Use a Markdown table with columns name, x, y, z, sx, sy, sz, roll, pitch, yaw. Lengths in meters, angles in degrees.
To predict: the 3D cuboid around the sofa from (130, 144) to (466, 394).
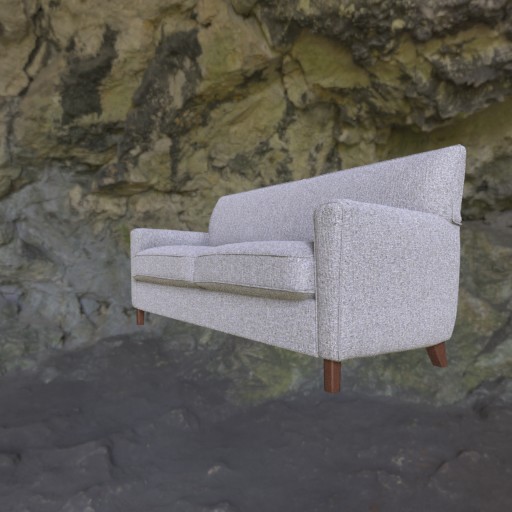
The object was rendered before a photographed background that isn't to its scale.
| name | x | y | z | sx | sy | sz | roll | pitch | yaw |
| --- | --- | --- | --- | --- | --- | --- | --- | --- | --- |
| sofa | 0.000 | 0.000 | 2.467 | 0.854 | 0.942 | 2.026 | 0 | 0 | -35 |
